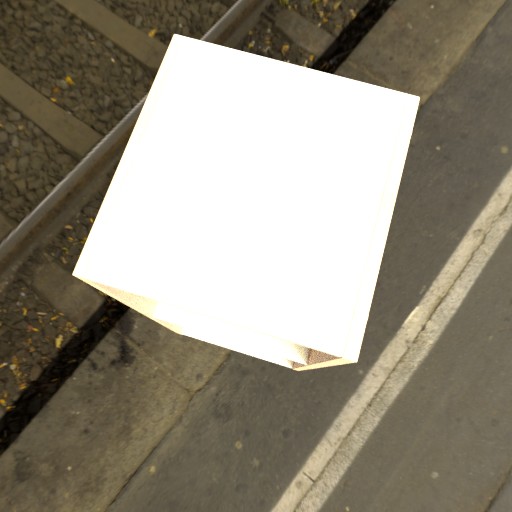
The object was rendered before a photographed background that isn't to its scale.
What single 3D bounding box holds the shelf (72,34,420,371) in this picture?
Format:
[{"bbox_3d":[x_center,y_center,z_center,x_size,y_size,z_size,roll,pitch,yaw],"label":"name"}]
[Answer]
[{"bbox_3d":[0.000,0.000,0.748,0.290,0.594,0.297,16,75,4],"label":"shelf"}]
